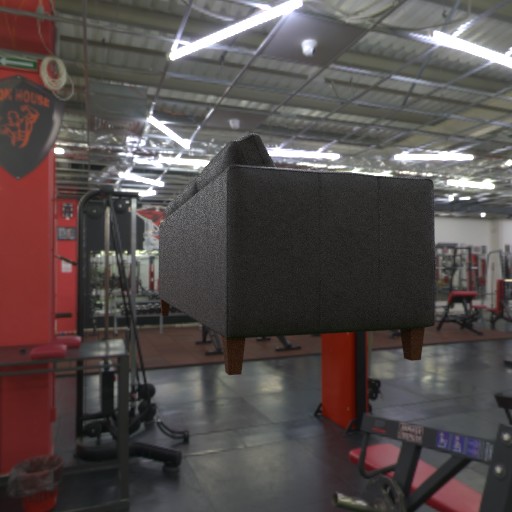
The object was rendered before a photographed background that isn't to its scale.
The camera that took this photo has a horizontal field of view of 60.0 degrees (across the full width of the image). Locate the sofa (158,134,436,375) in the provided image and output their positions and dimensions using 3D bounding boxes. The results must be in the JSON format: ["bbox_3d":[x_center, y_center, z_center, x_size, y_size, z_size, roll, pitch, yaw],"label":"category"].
[{"bbox_3d":[0.000,0.000,3.010,1.045,1.006,2.464,0,-2,-19],"label":"sofa"}]
